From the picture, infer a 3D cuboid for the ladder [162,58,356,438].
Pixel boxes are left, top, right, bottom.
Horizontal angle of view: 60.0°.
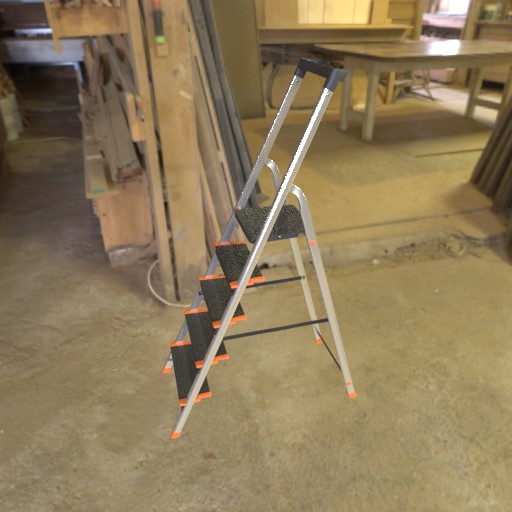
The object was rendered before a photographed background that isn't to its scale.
[{"bbox_3d":[0.000,0.000,2.062,0.995,1.646,0.480,-8,31,-13],"label":"ladder"}]
